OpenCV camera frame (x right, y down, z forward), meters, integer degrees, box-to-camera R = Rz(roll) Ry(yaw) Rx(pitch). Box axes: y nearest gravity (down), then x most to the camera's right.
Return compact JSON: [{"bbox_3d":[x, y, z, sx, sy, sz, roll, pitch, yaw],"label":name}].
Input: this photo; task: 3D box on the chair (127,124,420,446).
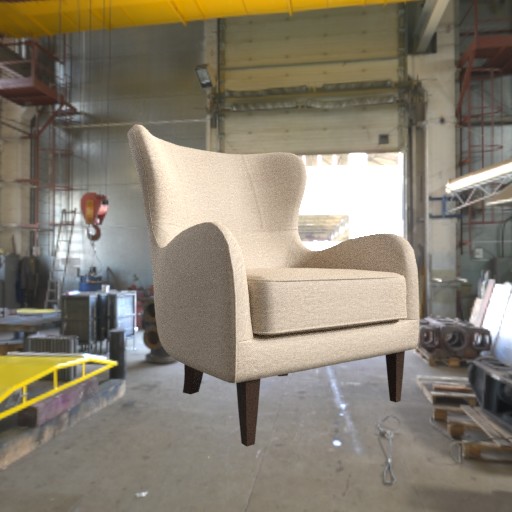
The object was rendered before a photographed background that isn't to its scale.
[{"bbox_3d":[0.000,0.000,1.773,0.861,1.064,0.984,1,-1,-36],"label":"chair"}]
